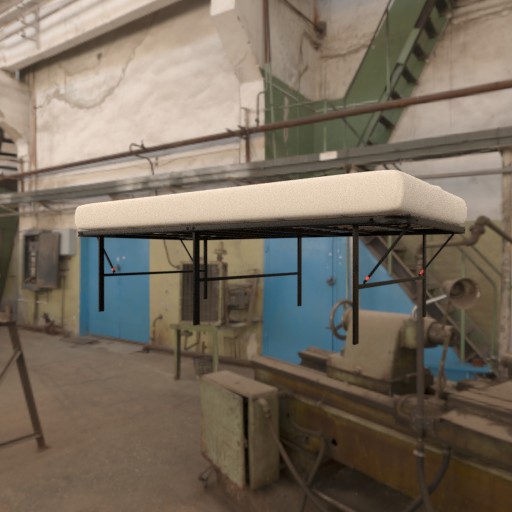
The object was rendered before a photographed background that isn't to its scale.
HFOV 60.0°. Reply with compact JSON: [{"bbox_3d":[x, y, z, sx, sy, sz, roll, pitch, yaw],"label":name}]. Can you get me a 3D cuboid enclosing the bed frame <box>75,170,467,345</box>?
[{"bbox_3d":[0.000,0.000,2.363,1.903,0.619,0.989,0,0,36],"label":"bed frame"}]
